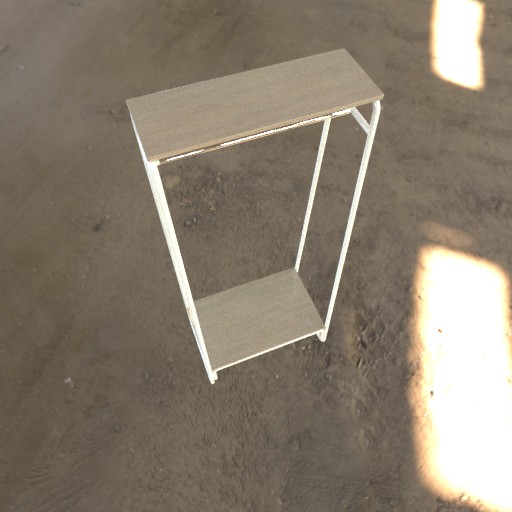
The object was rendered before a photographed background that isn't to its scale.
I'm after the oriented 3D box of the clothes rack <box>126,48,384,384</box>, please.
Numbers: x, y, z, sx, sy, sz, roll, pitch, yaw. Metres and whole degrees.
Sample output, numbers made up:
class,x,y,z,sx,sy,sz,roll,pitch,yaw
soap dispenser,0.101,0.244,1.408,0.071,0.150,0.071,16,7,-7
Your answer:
class,x,y,z,sx,sy,sz,roll,pitch,yaw
clothes rack,0.000,0.000,1.791,0.640,1.512,0.400,-18,59,-12
